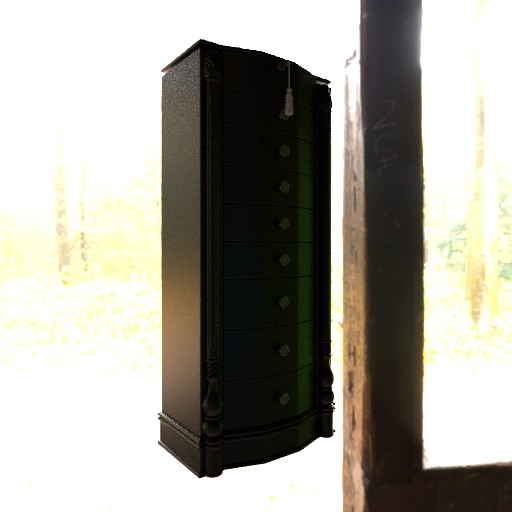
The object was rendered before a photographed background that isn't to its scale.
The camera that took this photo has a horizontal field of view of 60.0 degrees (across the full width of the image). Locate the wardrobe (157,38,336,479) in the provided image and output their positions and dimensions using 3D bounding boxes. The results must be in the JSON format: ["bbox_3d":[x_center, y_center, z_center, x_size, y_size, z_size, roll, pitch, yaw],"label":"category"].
[{"bbox_3d":[0.000,0.000,1.202,0.444,1.011,0.295,0,0,-36],"label":"wardrobe"}]
